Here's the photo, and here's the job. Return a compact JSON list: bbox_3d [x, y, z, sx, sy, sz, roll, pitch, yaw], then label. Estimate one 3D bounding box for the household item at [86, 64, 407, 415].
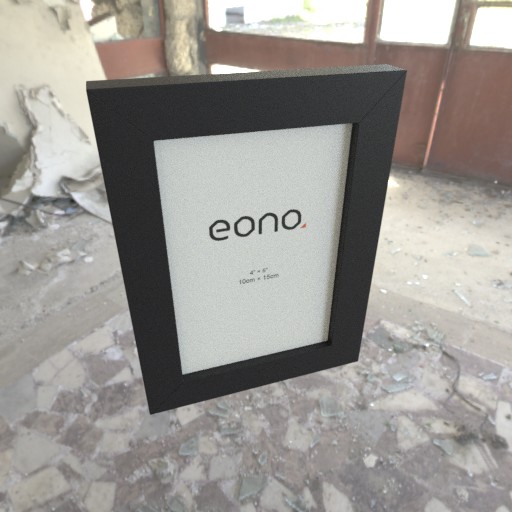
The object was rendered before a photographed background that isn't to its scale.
[{"bbox_3d":[0.000,0.000,0.230,0.133,0.178,0.022,-10,34,-15],"label":"household item"}]
